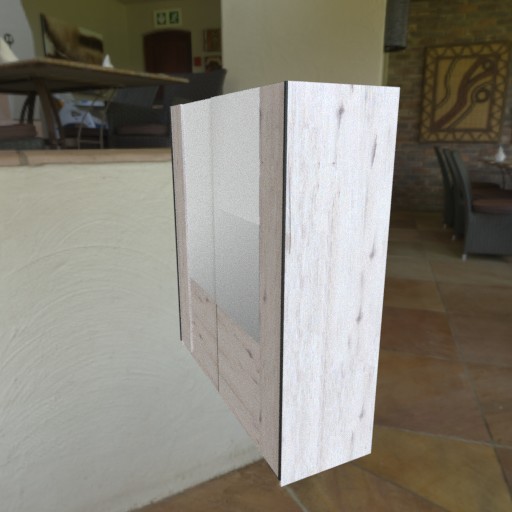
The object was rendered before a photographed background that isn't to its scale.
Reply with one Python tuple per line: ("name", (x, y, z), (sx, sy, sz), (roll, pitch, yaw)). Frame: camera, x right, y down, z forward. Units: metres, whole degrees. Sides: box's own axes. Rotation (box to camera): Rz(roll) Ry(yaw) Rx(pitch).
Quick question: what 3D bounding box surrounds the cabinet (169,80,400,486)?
("cabinet", (0.000, 0.000, 3.261), (0.660, 2.180, 2.000), (-7, 17, -25))
